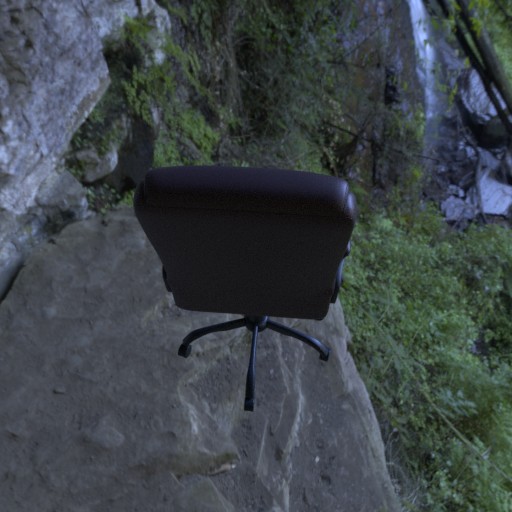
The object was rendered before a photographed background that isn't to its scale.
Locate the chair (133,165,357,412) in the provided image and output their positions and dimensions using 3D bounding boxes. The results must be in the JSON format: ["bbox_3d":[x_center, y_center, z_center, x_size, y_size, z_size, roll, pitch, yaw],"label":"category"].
[{"bbox_3d":[0.000,0.000,1.461,0.615,1.072,0.655,4,48,3],"label":"chair"}]
